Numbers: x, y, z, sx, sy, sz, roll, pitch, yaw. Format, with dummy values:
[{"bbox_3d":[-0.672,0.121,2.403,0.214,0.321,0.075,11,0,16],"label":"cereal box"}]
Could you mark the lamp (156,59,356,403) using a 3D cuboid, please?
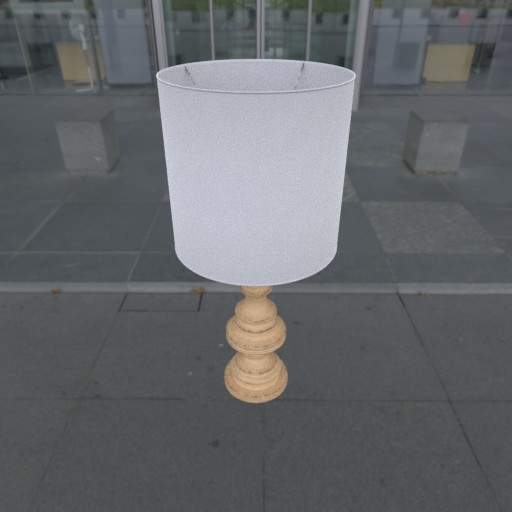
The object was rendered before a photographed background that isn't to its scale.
[{"bbox_3d":[0.000,0.000,0.588,0.208,0.455,0.208,8,32,13],"label":"lamp"}]
